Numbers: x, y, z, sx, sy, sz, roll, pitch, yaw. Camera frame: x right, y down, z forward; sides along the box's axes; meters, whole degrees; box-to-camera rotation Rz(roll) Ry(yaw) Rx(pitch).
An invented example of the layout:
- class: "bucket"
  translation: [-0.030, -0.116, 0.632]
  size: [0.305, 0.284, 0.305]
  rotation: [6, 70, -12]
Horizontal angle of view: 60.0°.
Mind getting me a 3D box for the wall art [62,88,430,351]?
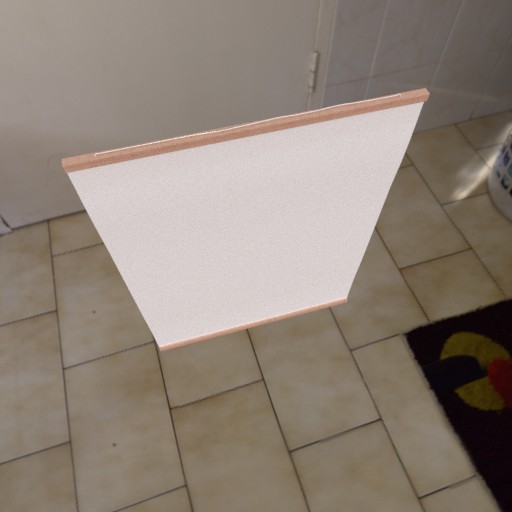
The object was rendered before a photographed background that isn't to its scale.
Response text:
- class: "wall art"
  translation: [0.000, 0.000, 1.312]
  size: [0.758, 1.013, 0.020]
  rotation: [-14, 59, -8]
